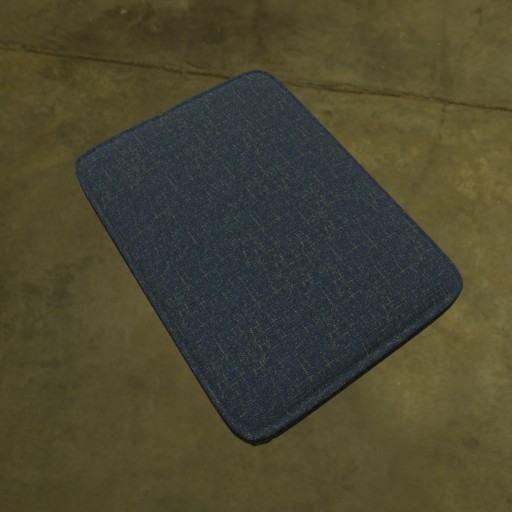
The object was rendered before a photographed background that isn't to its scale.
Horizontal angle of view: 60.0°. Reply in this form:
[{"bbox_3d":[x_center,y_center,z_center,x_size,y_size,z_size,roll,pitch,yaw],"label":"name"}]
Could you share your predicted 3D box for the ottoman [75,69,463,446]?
[{"bbox_3d":[0.000,0.000,1.097,0.549,0.450,0.749,-32,69,-14],"label":"ottoman"}]
